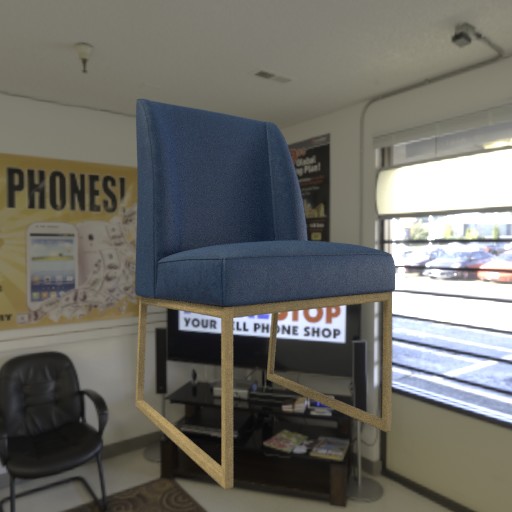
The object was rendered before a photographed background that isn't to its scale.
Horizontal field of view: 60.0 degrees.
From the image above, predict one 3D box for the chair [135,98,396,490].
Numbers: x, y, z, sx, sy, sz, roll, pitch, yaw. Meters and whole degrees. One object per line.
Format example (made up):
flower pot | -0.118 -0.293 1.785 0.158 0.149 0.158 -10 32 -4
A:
chair | 0.000 0.000 1.160 0.508 0.863 0.522 -1 2 -34
